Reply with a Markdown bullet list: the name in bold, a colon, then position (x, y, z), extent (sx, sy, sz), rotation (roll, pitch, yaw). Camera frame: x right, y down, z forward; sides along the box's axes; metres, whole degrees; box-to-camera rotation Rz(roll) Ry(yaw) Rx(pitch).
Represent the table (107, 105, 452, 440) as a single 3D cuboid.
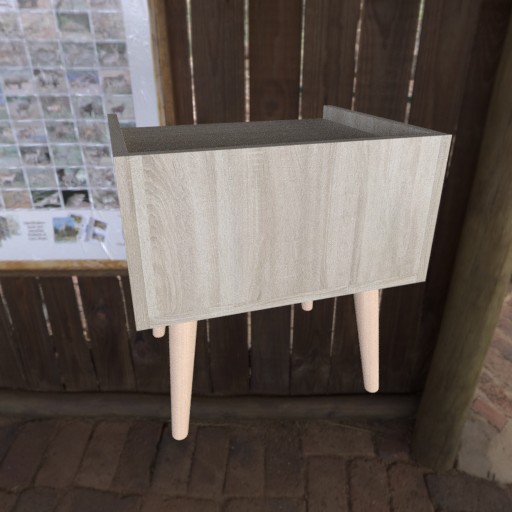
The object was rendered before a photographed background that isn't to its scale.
- **table**: position (0.000, 0.000, 0.809), extent (0.450, 0.470, 0.370), rotation (-8, 26, -16)
